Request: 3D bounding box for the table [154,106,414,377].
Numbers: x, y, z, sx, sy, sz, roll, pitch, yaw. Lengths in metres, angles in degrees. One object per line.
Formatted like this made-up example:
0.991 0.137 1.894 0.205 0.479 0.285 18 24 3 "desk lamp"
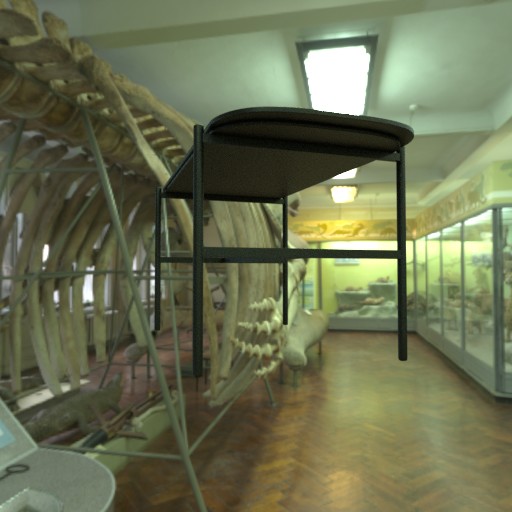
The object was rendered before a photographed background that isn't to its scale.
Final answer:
0.000 0.000 1.028 0.400 0.400 0.800 1 -2 -19 "table"
